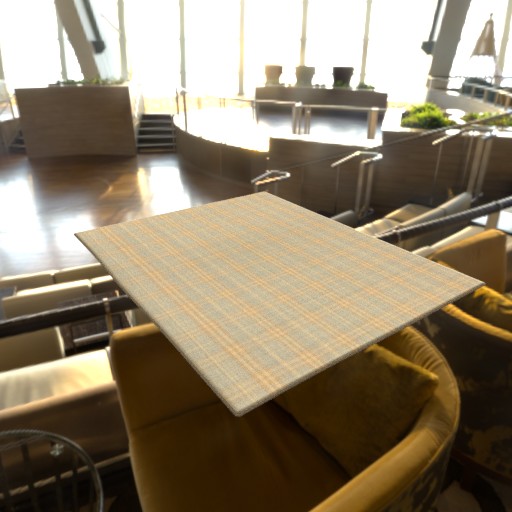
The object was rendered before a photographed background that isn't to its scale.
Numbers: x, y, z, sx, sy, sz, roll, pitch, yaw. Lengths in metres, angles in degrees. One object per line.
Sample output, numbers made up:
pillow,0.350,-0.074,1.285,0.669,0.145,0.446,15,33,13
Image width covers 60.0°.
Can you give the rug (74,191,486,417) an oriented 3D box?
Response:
rug,0.000,0.000,4.110,2.462,0.030,3.066,-17,31,-32
